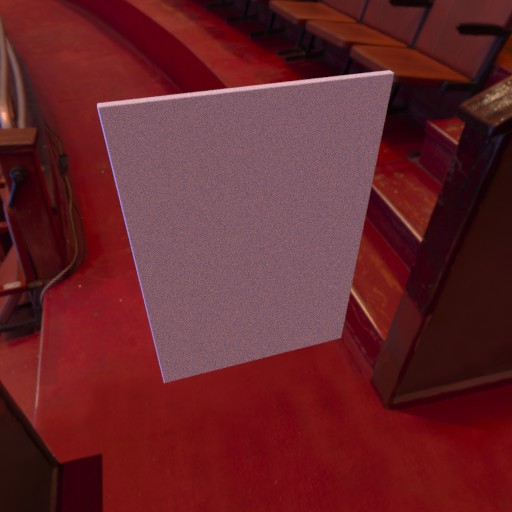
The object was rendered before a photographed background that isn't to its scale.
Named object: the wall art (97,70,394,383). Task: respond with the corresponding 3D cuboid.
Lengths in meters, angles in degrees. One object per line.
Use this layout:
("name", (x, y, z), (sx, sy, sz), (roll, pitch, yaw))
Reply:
("wall art", (0.000, 0.000, 0.634), (0.329, 0.482, 0.011), (-11, 43, -13))
